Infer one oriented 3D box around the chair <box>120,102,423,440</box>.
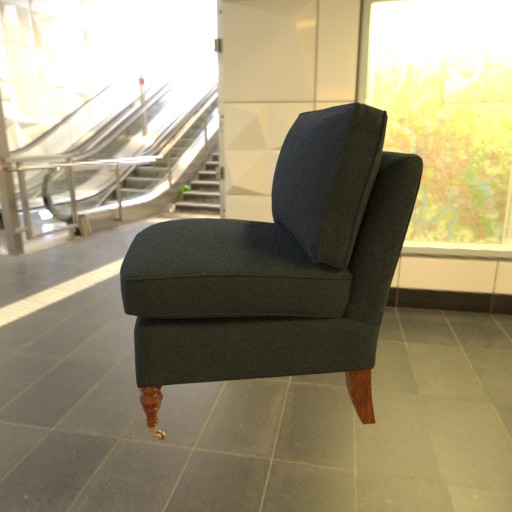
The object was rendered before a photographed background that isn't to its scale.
[{"bbox_3d":[0.000,0.000,1.658,0.912,1.052,0.724,-2,16,-8],"label":"chair"}]
